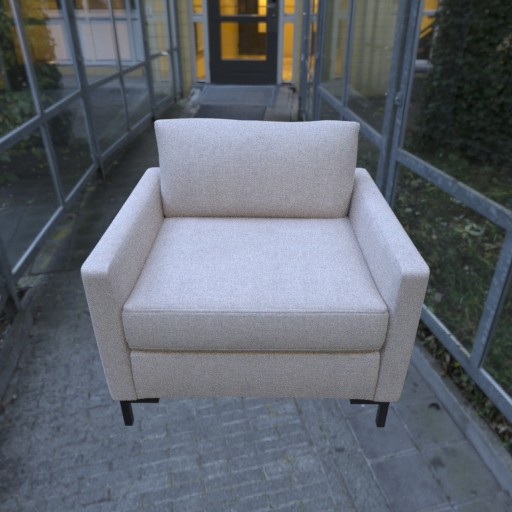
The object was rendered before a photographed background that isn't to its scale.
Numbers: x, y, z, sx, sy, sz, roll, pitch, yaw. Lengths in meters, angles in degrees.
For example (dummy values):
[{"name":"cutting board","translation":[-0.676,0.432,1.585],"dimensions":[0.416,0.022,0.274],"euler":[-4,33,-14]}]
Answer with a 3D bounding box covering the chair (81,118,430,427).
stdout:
[{"name":"chair","translation":[0.000,0.000,1.620],"dimensions":[0.963,0.861,0.866],"euler":[0,30,0]}]
